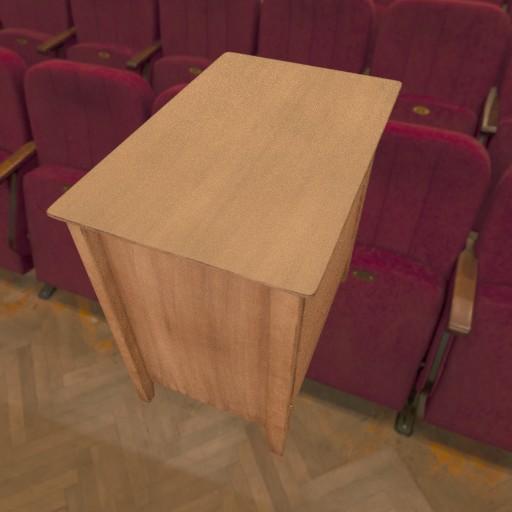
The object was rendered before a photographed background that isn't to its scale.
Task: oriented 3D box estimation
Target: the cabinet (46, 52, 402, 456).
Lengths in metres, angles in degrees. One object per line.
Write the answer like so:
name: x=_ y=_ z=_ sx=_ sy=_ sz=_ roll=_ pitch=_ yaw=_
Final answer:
cabinet: x=0.000 y=0.000 z=1.238 sx=0.503 sy=0.762 sz=0.763 roll=17 pitch=49 yaw=15
